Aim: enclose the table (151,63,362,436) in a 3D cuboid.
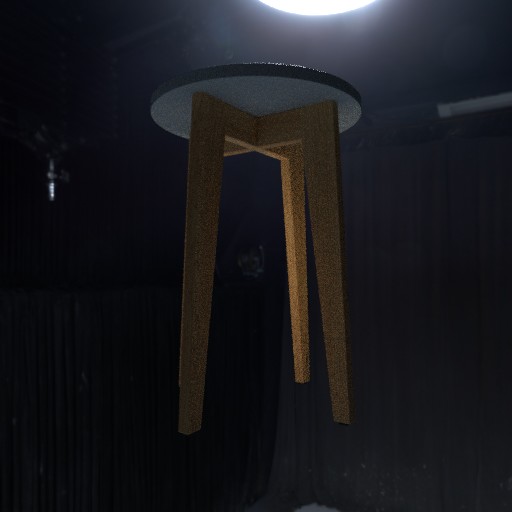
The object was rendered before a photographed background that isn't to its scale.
[{"bbox_3d":[0.000,0.000,0.751,0.350,0.500,0.350,0,-1,0],"label":"table"}]
